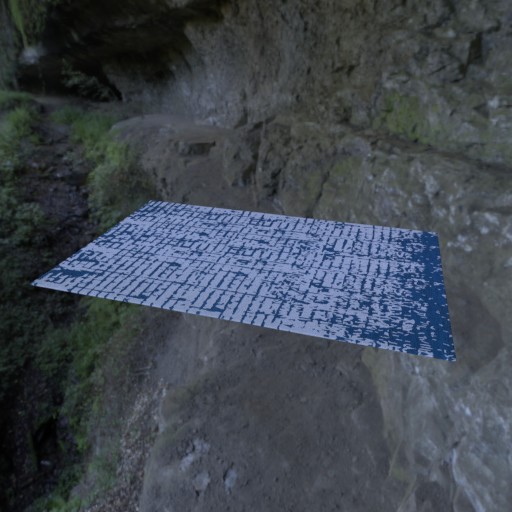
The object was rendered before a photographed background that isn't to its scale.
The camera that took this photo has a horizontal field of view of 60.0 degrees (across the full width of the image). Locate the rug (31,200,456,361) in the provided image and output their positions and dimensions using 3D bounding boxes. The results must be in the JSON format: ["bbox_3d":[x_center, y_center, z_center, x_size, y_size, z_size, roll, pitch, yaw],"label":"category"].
[{"bbox_3d":[0.000,0.000,3.049,2.435,0.011,1.517,8,29,15],"label":"rug"}]
